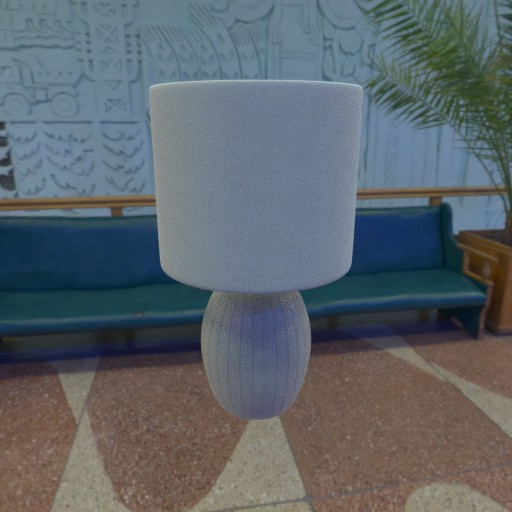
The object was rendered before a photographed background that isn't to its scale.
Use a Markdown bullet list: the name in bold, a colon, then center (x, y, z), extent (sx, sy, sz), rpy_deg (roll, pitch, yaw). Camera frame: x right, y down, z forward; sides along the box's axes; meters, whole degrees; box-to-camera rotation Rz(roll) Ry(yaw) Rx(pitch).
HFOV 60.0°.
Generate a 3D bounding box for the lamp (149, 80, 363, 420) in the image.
- **lamp**: center (0.000, 0.000, 0.775), extent (0.328, 0.570, 0.328), rpy_deg (0, 17, 0)
